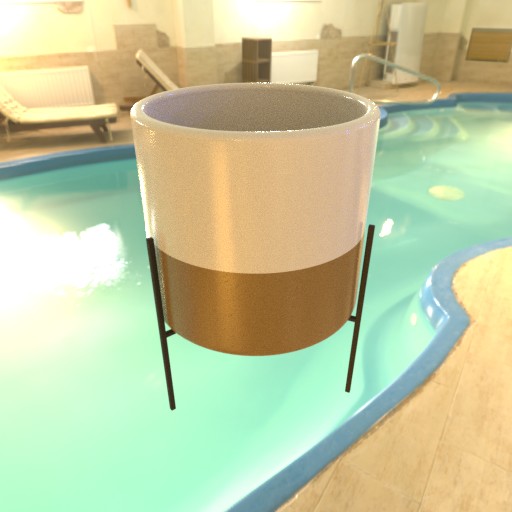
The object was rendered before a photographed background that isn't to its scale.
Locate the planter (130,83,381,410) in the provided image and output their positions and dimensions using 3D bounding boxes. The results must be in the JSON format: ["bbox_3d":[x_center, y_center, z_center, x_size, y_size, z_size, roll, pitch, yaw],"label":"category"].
[{"bbox_3d":[0.000,0.000,0.648,0.310,0.432,0.310,21,37,32],"label":"planter"}]
